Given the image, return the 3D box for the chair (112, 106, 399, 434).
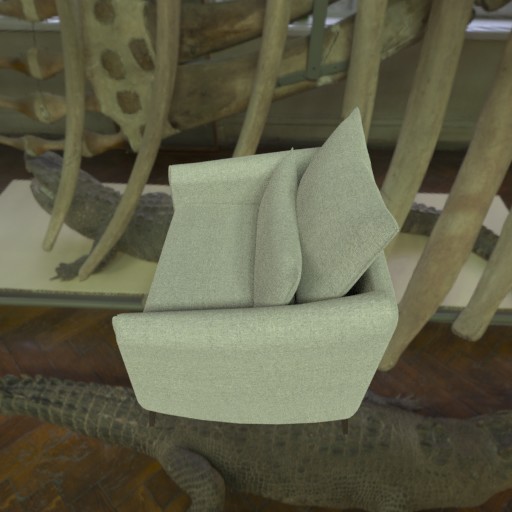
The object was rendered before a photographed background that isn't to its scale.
[{"bbox_3d":[0.000,0.000,1.648,0.801,0.856,1.029,2,41,2],"label":"chair"}]
